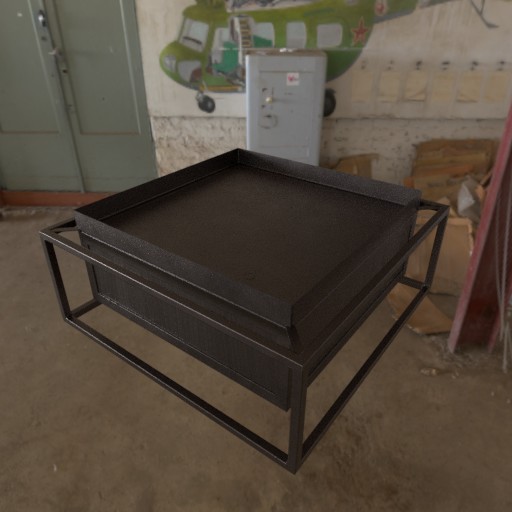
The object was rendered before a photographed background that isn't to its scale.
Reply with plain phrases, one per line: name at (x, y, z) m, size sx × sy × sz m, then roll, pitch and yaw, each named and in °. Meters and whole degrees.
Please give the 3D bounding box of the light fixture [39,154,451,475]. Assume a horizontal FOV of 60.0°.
light fixture at (0.000, 0.000, 0.699) m, size 0.441 × 0.191 × 0.441 m, roll 21°, pitch 37°, yaw 31°
